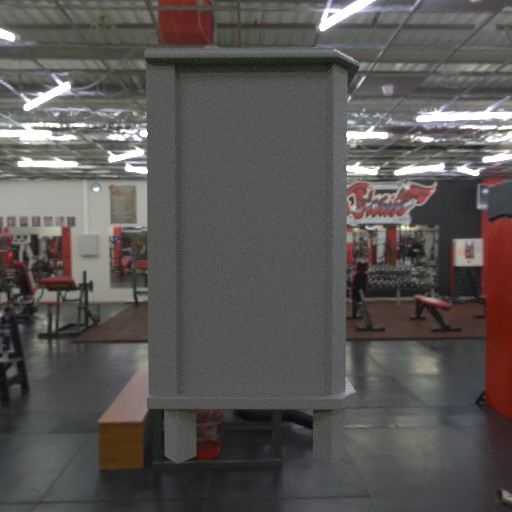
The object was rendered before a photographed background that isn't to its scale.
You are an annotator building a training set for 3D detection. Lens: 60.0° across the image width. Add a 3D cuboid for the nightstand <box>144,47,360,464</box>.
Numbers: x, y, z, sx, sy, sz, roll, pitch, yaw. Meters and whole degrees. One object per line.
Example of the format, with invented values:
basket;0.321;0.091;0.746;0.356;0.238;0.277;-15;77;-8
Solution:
nightstand;0.000;0.000;0.933;0.350;0.680;0.450;0;2;1
